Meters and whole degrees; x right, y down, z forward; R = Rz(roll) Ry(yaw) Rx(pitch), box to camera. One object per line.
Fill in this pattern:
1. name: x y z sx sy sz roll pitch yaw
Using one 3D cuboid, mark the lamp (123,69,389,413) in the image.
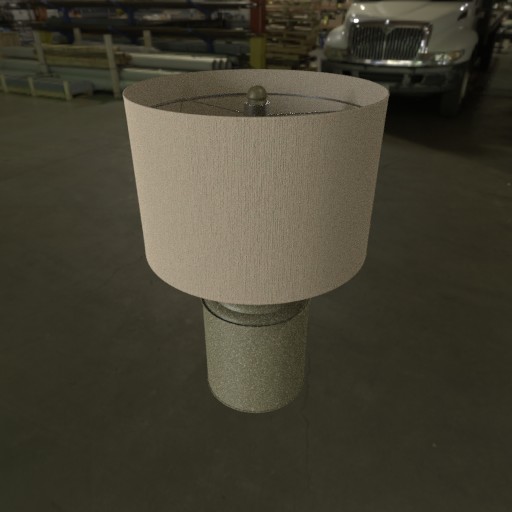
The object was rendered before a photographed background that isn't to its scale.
1. lamp: 0.000 0.000 0.666 0.318 0.486 0.318 0 30 0
